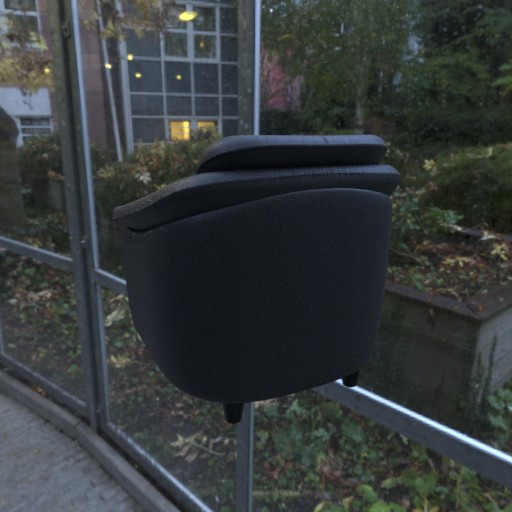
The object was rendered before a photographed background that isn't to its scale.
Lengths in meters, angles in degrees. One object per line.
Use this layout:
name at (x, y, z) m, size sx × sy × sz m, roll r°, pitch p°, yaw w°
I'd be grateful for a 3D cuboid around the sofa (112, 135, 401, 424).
sofa at (0.000, 0.000, 1.534) m, size 0.870 × 0.811 × 0.794 m, roll -8°, pitch 17°, yaw -26°
